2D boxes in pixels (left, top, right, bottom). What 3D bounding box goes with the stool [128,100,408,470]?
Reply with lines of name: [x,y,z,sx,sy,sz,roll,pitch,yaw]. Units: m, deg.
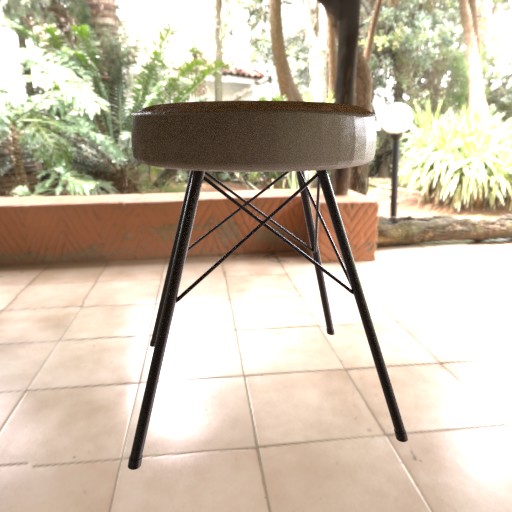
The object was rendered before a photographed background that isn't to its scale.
stool: [0.000,0.000,0.829,0.457,0.538,0.423,-2,16,-8]
